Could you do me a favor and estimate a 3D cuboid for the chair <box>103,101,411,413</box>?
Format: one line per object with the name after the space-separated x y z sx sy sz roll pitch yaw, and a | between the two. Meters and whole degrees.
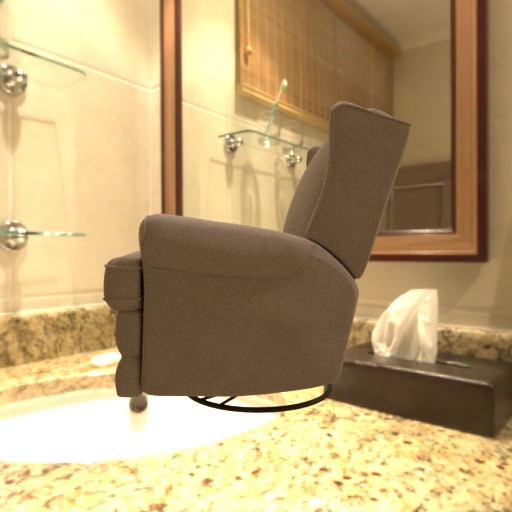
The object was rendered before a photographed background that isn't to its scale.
0.000 0.000 1.709 0.969 1.011 0.847 0 1 0 | chair
